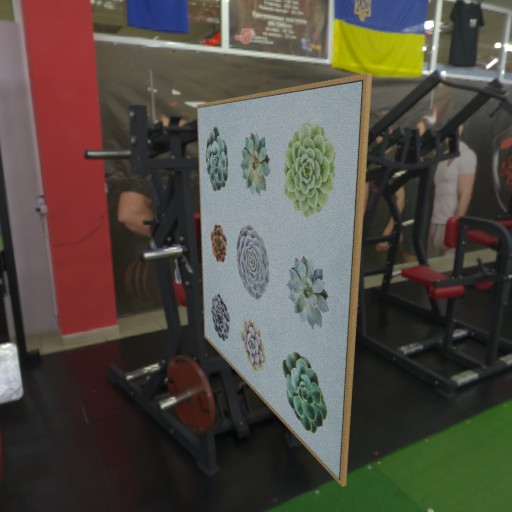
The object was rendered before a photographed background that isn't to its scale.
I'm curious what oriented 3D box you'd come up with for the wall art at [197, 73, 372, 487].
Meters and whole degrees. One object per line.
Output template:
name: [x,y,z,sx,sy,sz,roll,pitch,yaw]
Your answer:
wall art: [0.000,0.000,1.394,0.013,0.959,0.962,-8,17,-26]
